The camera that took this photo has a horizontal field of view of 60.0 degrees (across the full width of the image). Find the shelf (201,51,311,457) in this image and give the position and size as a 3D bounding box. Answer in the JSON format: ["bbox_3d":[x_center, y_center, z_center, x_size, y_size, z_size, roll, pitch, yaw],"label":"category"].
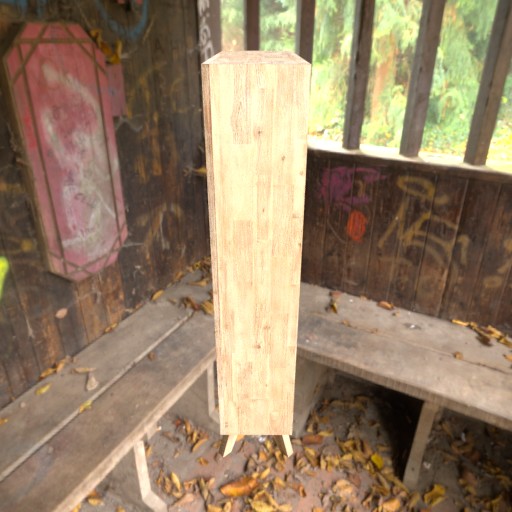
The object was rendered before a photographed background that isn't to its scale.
[{"bbox_3d":[0.000,0.000,1.784,0.308,1.471,0.748,0,27,0],"label":"shelf"}]
